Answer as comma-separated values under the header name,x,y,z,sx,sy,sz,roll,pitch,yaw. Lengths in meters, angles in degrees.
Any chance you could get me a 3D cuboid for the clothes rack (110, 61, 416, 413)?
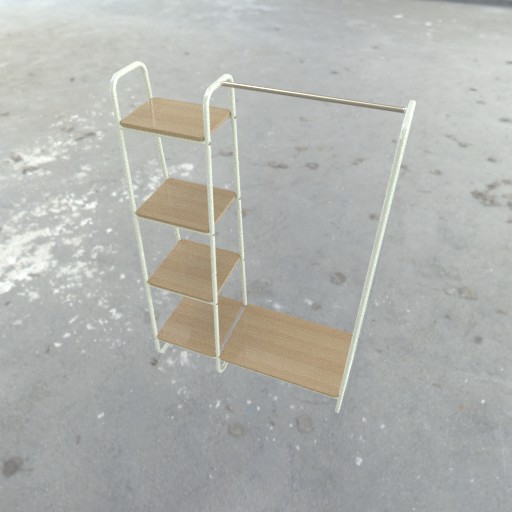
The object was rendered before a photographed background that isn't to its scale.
name,x,y,z,sx,sy,sz,roll,pitch,yaw
clothes rack,0.000,0.000,1.953,1.011,1.500,0.400,14,44,16
